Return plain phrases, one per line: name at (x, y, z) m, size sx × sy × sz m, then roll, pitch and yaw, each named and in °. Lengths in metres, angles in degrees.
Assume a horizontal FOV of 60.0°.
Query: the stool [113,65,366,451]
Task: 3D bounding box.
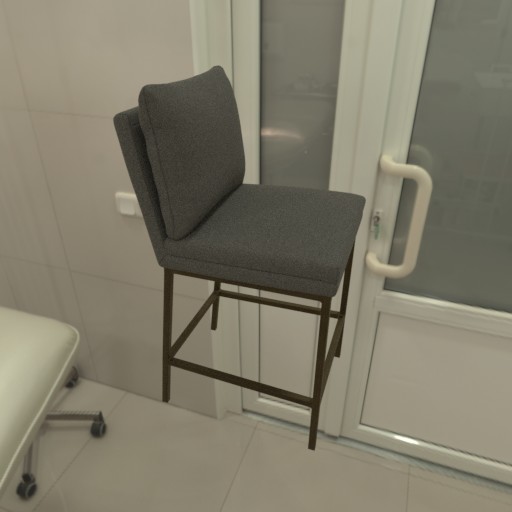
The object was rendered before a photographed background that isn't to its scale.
stool at (0.000, 0.000, 1.347) m, size 0.569 × 1.030 × 0.463 m, roll 10°, pitch 32°, yaw 17°
